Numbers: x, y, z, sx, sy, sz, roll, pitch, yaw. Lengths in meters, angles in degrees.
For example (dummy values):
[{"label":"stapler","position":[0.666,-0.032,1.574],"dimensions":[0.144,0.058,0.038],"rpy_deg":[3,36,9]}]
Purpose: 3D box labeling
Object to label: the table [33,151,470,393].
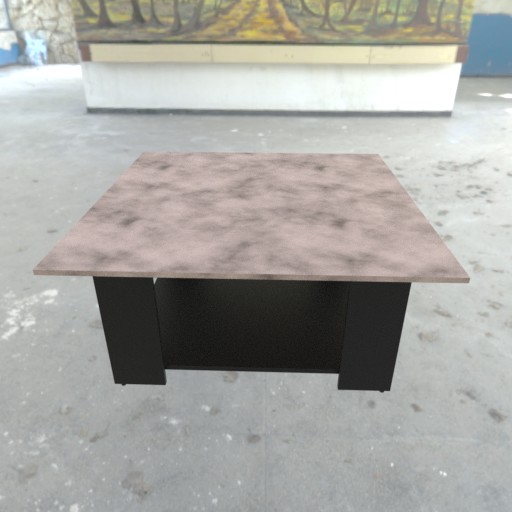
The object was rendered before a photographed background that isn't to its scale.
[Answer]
[{"label":"table","position":[0.000,0.000,1.043],"dimensions":[0.670,0.305,0.670],"rpy_deg":[1,29,2]}]
